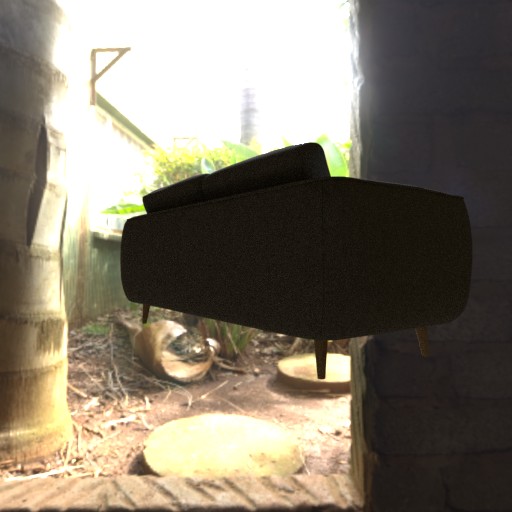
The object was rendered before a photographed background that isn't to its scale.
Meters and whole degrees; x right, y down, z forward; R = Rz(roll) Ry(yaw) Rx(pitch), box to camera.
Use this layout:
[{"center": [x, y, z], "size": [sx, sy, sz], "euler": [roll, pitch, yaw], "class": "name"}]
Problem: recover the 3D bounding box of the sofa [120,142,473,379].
[{"center": [0.000, 0.000, 2.404], "size": [0.920, 0.870, 2.000], "euler": [0, 0, -36], "class": "sofa"}]
